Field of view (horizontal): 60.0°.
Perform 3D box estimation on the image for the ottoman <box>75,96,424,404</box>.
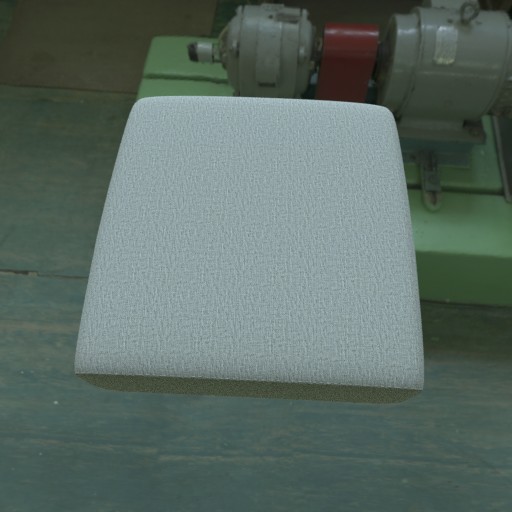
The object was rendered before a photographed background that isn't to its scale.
[{"bbox_3d":[0.000,0.000,1.043,0.649,0.398,0.650,2,64,1],"label":"ottoman"}]
